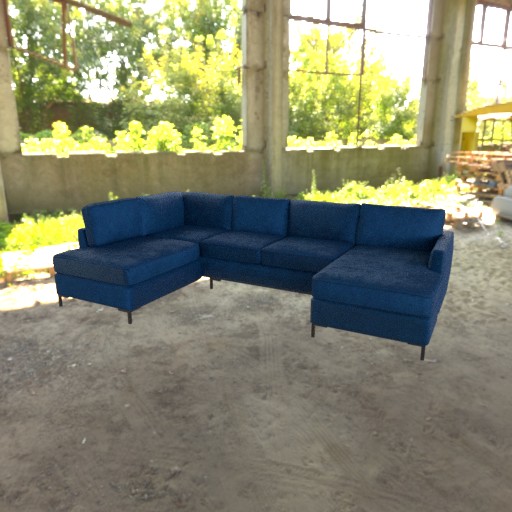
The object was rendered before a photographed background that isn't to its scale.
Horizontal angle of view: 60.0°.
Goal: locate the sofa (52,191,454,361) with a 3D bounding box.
[{"bbox_3d":[0.000,0.000,4.378,3.434,0.992,2.055,8,16,27],"label":"sofa"}]
